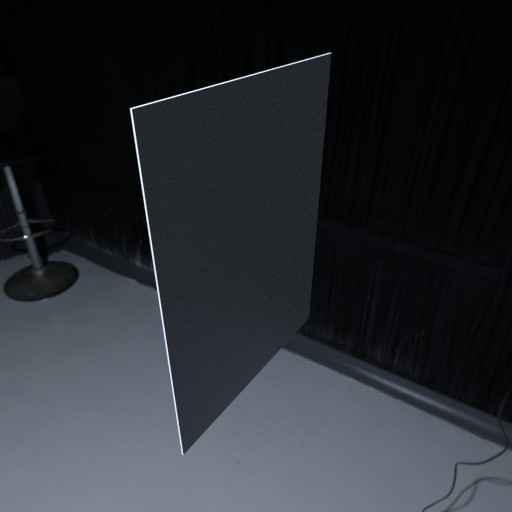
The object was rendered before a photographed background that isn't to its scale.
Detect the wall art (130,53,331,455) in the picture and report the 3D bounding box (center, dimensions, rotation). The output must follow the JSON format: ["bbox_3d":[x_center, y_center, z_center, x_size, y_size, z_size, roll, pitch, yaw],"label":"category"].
[{"bbox_3d":[0.000,0.000,0.788,0.003,0.609,0.457,21,38,29],"label":"wall art"}]
